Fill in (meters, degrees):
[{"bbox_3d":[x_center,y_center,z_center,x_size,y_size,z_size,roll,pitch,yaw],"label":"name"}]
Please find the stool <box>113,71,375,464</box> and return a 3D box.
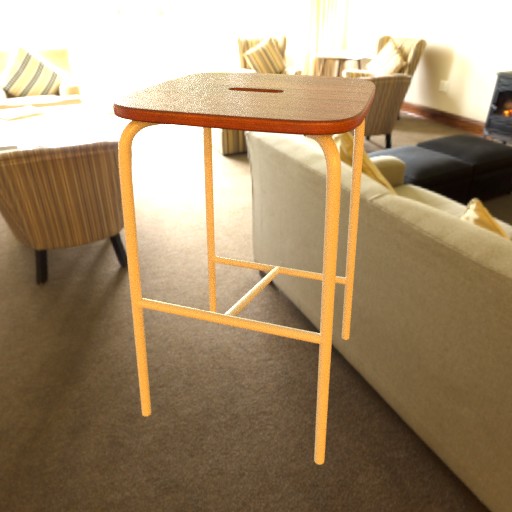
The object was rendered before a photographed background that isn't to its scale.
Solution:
[{"bbox_3d":[0.000,0.000,0.857,0.376,0.610,0.376,9,31,15],"label":"stool"}]
